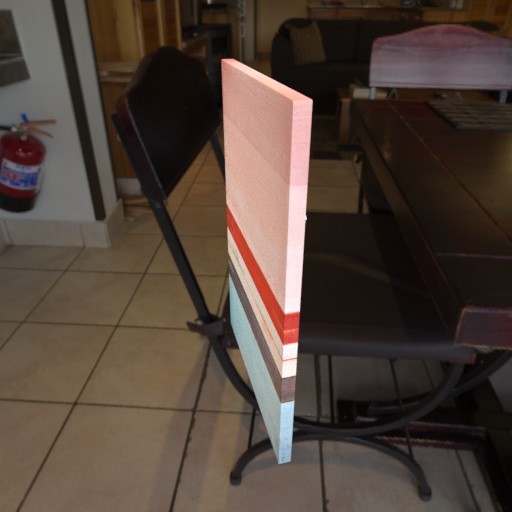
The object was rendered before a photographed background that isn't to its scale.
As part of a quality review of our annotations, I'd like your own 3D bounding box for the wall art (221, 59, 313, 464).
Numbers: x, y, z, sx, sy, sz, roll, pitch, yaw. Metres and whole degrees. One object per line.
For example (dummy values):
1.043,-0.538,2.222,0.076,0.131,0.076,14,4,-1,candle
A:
0.000,0.000,1.194,0.038,0.914,0.610,-7,31,-13,wall art
